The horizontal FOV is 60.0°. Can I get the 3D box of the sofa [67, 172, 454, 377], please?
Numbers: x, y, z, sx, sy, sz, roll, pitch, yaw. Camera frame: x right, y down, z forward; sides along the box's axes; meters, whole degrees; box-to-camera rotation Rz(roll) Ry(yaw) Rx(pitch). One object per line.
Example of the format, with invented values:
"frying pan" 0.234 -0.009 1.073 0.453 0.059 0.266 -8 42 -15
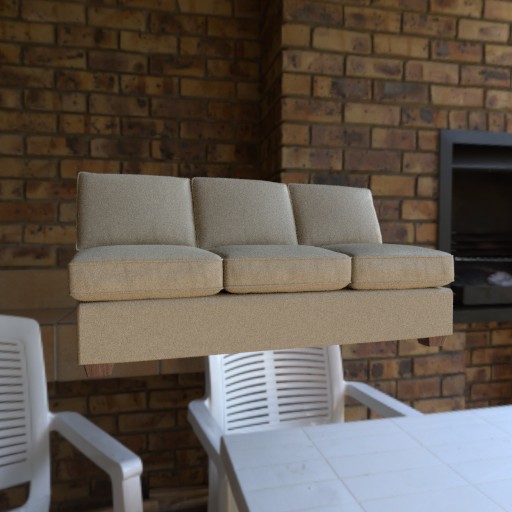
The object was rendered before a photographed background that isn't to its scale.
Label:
"sofa" 0.000 0.000 2.545 1.962 0.973 1.027 -1 2 -18
